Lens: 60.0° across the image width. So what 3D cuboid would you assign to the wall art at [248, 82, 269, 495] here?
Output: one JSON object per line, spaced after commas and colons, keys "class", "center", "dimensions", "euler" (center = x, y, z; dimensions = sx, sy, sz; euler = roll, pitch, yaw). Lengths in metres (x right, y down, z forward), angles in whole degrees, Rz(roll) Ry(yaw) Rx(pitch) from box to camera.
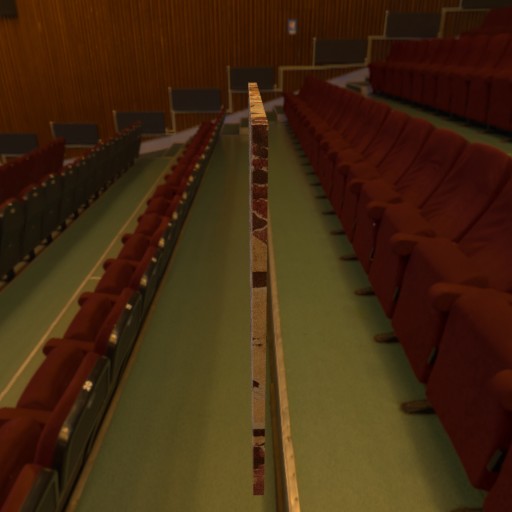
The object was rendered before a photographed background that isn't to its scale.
{"class": "wall art", "center": [0.000, 0.000, 1.116], "dimensions": [0.028, 0.762, 0.757], "euler": [-1, 25, -1]}
